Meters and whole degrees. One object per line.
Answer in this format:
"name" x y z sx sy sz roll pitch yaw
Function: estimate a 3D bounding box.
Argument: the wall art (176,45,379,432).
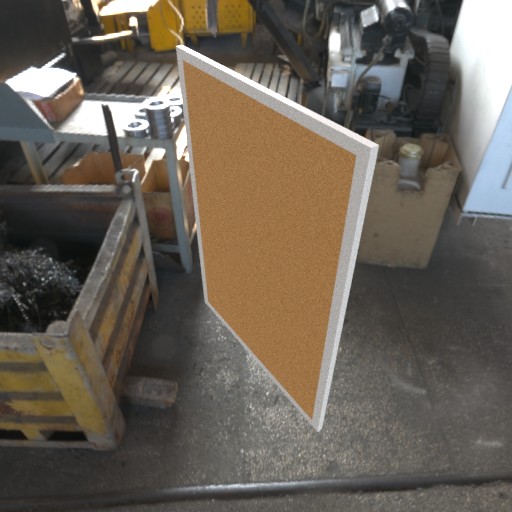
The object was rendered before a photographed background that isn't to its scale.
"wall art" 0.000 0.000 0.854 0.013 0.656 0.456 -26 48 -26
